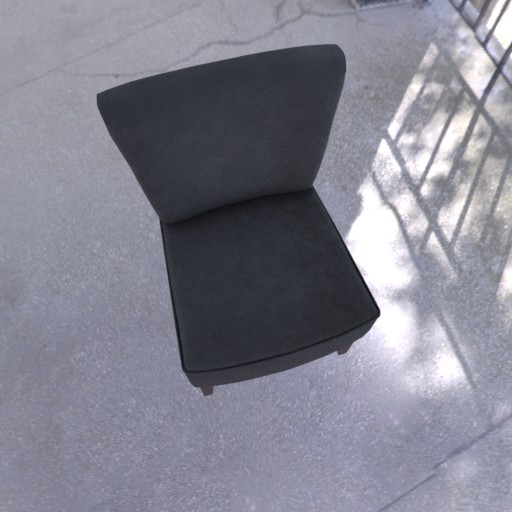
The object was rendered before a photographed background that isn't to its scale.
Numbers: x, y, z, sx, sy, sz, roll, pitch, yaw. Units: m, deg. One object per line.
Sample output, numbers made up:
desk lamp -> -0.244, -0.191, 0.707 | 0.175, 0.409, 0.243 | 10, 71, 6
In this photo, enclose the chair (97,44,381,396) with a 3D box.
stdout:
chair -> 0.000, 0.000, 1.161 | 0.521, 0.806, 0.554 | -15, 64, -8
